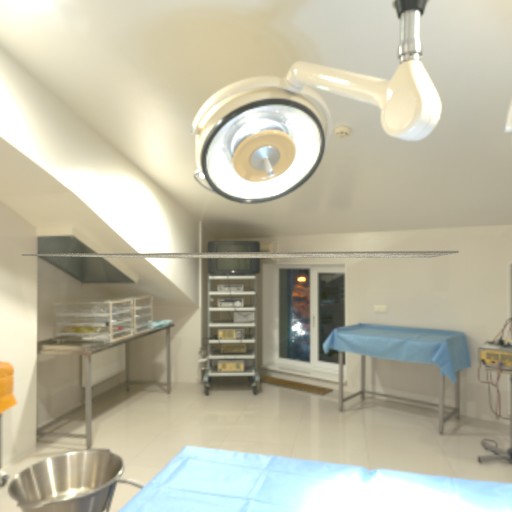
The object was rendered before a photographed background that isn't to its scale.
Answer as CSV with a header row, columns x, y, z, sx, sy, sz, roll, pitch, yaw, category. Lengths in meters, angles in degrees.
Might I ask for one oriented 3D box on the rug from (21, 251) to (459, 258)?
x,y,z,sx,sy,sz,roll,pitch,yaw,category
0.000,0.000,4.272,3.307,0.013,2.393,0,-1,18,rug
